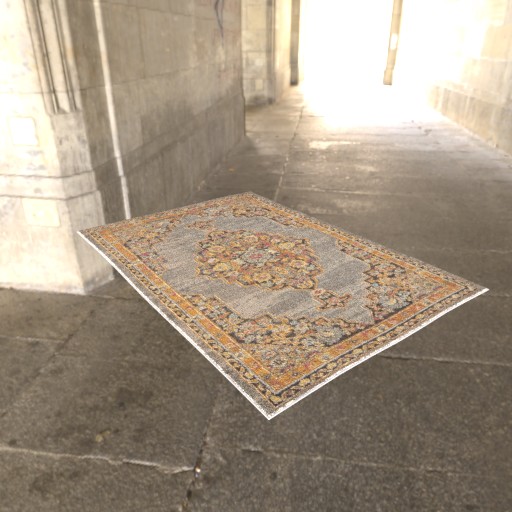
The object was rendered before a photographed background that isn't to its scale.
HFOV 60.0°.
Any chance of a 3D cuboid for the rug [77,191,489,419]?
[{"bbox_3d":[0.000,0.000,3.898,2.158,0.024,3.063,-18,31,-33],"label":"rug"}]
